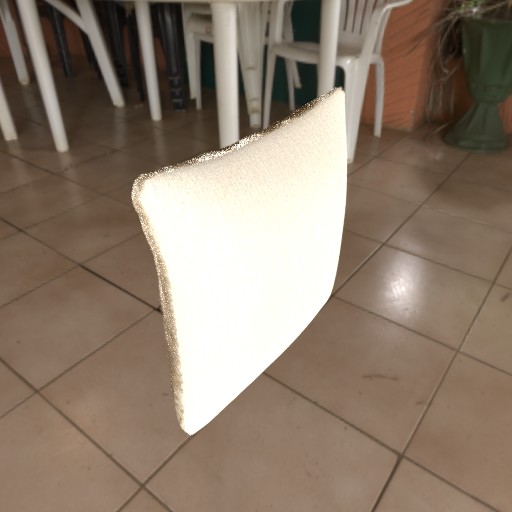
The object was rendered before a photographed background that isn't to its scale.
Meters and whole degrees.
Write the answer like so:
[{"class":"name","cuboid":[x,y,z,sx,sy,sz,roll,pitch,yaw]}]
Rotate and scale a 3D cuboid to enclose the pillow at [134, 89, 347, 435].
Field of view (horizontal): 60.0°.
[{"class":"pillow","cuboid":[0.000,0.000,0.835,0.216,0.525,0.538,22,40,29]}]
